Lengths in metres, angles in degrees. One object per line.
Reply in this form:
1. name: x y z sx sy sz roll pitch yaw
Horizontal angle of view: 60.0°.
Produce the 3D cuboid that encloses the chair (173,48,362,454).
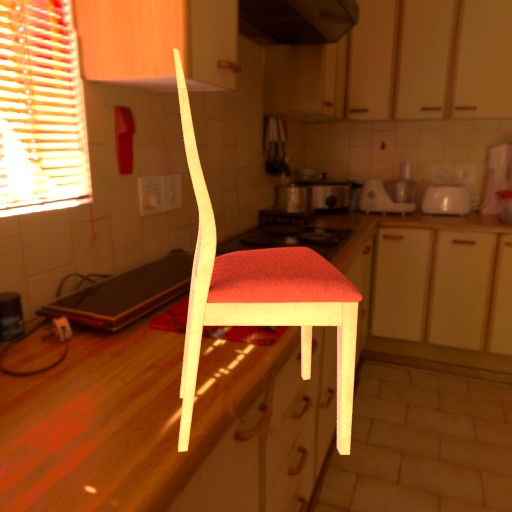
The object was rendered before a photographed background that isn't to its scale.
1. chair: 0.000 0.000 1.265 0.474 1.027 0.460 -2 14 -8
